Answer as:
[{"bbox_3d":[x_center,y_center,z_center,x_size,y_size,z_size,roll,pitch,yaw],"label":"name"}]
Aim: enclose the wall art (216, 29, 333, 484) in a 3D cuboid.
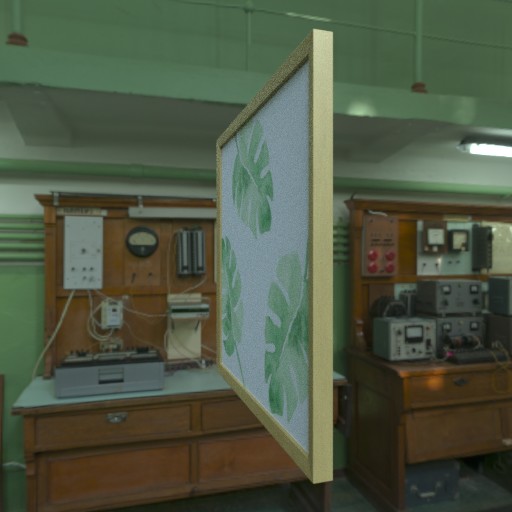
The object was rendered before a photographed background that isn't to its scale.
[{"bbox_3d":[0.000,0.000,1.111,0.037,0.763,0.763,0,0,-17],"label":"wall art"}]
